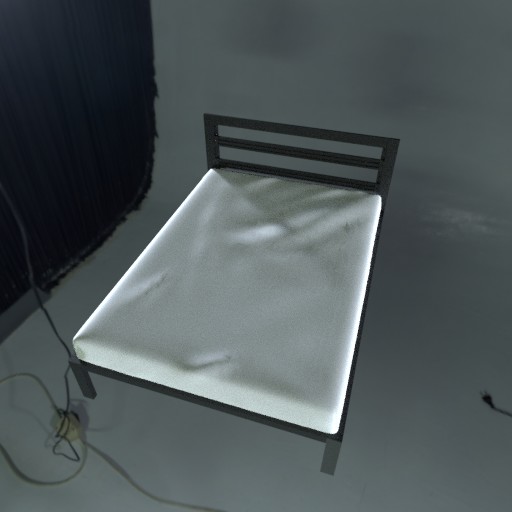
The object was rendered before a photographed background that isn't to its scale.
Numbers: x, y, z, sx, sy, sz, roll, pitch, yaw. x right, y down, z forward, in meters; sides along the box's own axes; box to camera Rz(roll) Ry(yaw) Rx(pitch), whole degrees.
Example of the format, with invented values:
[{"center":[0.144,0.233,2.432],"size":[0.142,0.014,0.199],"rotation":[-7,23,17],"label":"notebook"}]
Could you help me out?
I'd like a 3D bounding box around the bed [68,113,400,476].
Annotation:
[{"center":[0.000,0.000,2.942],"size":[1.524,0.967,2.062],"rotation":[12,42,14],"label":"bed"}]
